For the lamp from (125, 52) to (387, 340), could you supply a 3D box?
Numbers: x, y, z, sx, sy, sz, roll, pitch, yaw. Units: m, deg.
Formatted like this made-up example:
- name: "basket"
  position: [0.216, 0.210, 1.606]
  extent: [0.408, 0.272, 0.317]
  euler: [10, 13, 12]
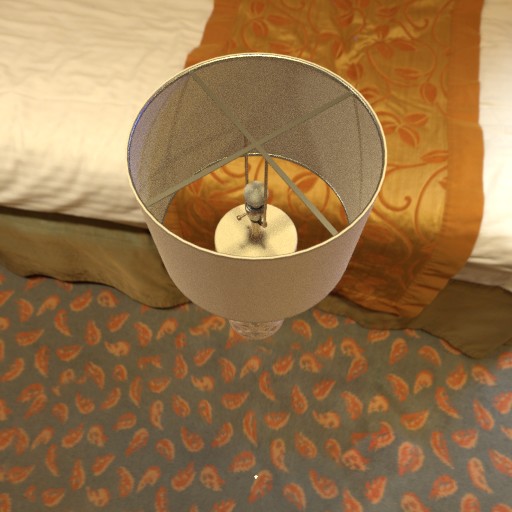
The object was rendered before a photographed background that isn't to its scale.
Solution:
- name: "lamp"
  position: [0.000, 0.000, 0.838]
  extent: [0.324, 0.636, 0.325]
  euler: [-32, 68, -15]
